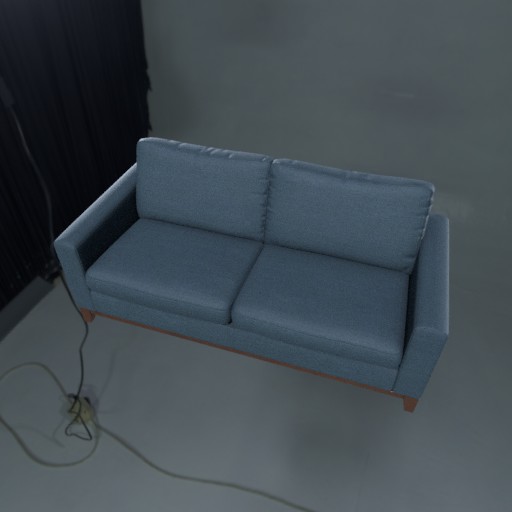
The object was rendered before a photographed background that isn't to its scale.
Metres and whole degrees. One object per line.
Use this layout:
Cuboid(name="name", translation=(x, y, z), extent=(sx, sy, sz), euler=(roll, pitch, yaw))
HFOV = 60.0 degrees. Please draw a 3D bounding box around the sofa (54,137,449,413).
Cuboid(name="sofa", translation=(0.000, 0.000, 2.391), extent=(1.900, 0.865, 0.877), euler=(12, 43, 14))
